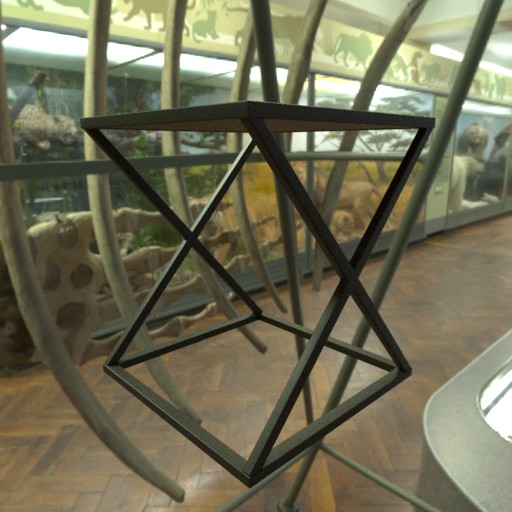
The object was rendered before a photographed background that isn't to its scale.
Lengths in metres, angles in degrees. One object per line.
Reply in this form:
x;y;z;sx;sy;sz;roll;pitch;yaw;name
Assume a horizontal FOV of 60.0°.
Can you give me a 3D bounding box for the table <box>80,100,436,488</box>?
0.000;0.000;0.947;0.500;0.565;0.500;-13;19;-42;table
